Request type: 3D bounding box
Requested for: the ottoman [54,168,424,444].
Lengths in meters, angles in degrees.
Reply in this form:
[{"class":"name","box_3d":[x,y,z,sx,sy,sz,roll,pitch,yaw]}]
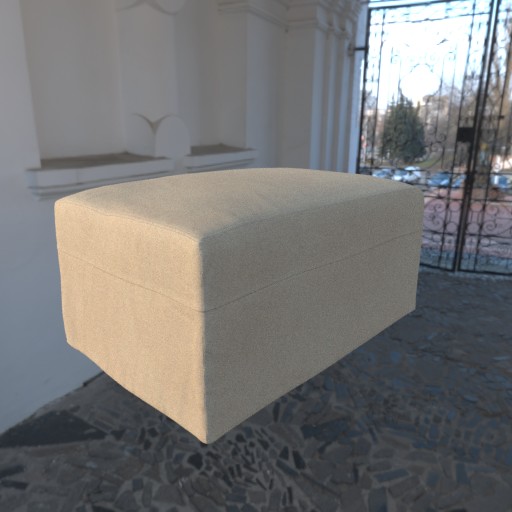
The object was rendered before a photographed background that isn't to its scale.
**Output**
[{"class":"ottoman","box_3d":[0.000,0.000,1.212,0.590,0.444,0.872,15,22,41]}]
